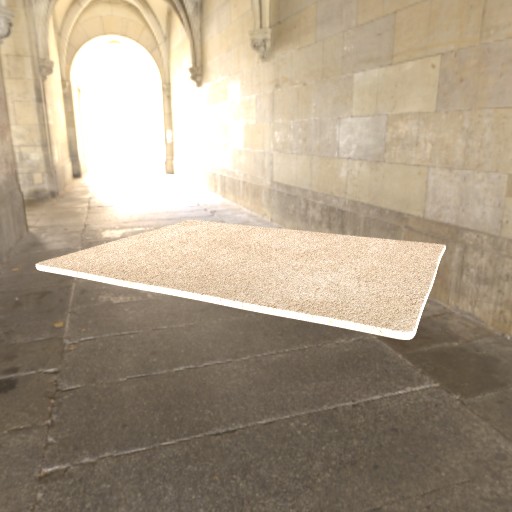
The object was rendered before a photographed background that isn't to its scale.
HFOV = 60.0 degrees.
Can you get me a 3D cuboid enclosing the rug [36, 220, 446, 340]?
[{"bbox_3d":[0.000,0.000,2.123,1.600,0.025,1.199,7,17,25],"label":"rug"}]
